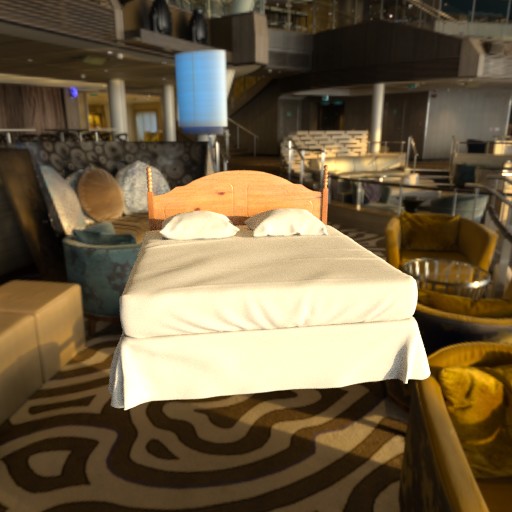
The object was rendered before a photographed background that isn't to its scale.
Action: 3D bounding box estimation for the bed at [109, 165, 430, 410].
[{"bbox_3d":[0.000,0.000,3.782,2.322,1.355,2.219,-2,16,-8],"label":"bed"}]
